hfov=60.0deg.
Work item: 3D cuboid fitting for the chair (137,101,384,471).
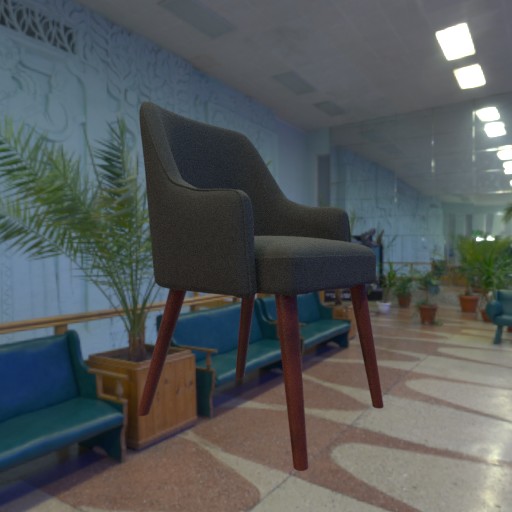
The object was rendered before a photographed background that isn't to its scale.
[{"bbox_3d":[0.000,0.000,1.209,0.560,0.838,0.559,1,1,36],"label":"chair"}]
